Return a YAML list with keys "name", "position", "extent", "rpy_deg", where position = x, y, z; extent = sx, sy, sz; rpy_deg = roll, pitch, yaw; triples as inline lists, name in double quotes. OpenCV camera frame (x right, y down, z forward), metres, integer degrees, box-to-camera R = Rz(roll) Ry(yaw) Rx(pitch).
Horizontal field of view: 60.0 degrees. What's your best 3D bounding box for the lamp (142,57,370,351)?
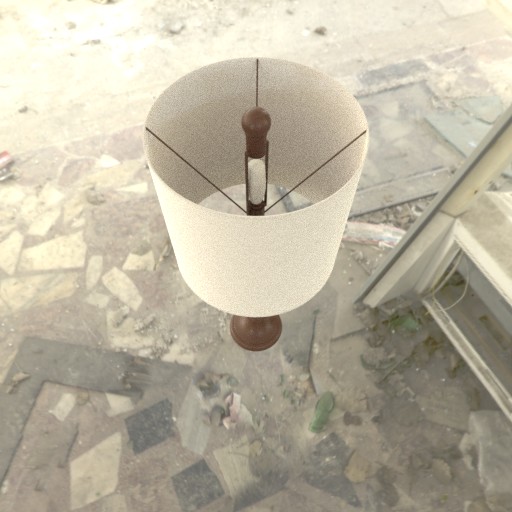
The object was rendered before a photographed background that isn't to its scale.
- name: "lamp"
  position: [0.000, 0.000, 0.728]
  extent: [0.250, 0.597, 0.250]
  rpy_deg: [1, 59, 0]
